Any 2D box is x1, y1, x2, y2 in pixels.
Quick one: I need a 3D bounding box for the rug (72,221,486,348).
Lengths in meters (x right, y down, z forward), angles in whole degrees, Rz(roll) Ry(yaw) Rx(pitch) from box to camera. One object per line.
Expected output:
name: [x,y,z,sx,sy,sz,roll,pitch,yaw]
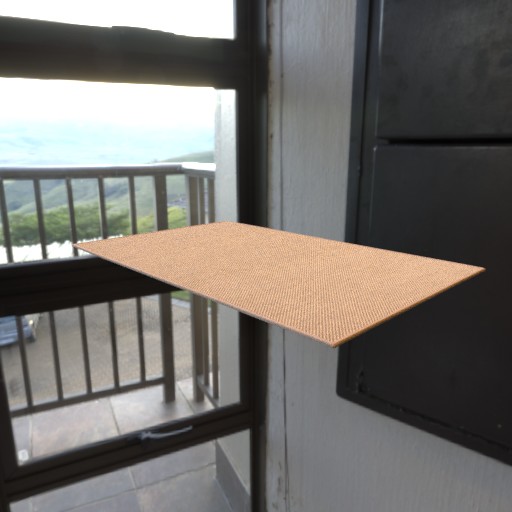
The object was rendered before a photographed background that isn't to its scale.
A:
rug: [0.000,0.000,2.083,1.067,0.013,1.676,-13,19,-42]
